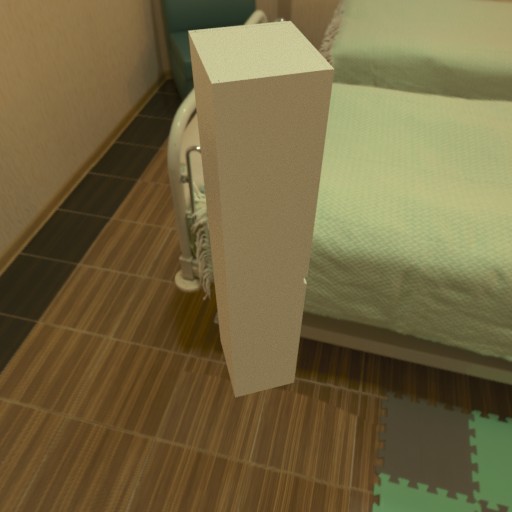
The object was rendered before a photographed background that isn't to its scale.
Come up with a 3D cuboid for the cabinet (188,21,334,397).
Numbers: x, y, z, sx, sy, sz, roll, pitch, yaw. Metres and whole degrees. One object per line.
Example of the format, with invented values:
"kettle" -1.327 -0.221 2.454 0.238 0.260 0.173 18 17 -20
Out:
"cabinet" 0.000 0.000 1.538 0.269 1.400 0.300 -11 47 -10
